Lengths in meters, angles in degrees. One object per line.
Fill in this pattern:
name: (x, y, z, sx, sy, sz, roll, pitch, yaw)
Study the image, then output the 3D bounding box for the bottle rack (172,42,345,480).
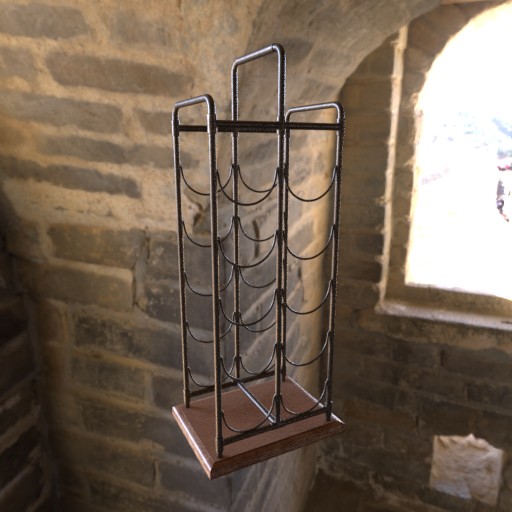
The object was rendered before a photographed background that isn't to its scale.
bottle rack: (0.000, 0.000, 0.794, 0.276, 0.680, 0.208, -7, 15, -27)
